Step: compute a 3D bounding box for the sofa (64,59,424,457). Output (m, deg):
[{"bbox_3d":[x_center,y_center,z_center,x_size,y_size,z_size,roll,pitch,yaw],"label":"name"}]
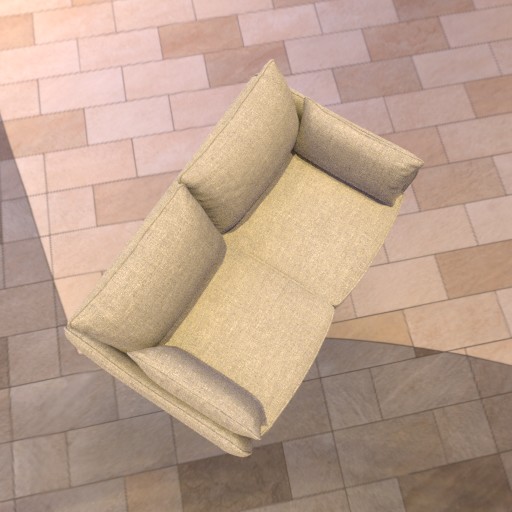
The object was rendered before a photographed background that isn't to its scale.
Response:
[{"bbox_3d":[0.000,0.000,2.108,0.972,0.851,1.580,32,77,8],"label":"sofa"}]
